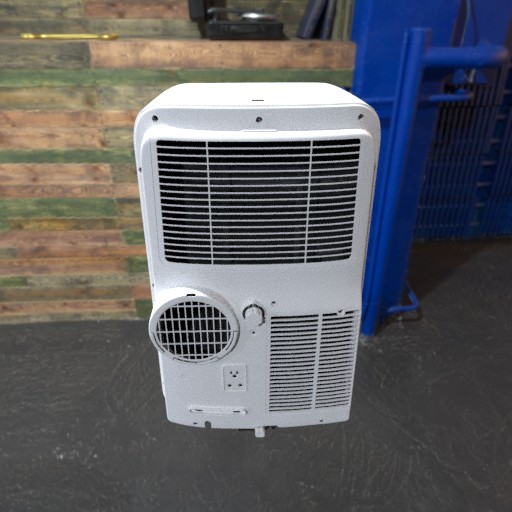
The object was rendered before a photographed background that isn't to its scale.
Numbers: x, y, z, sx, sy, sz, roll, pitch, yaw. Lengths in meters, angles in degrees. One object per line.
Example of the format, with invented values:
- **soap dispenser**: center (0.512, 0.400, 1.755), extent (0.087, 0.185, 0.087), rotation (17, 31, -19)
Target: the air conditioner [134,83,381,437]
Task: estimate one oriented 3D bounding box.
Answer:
- **air conditioner**: center (0.000, 0.000, 1.061), extent (0.478, 0.765, 0.467), rotation (-1, 30, -2)
